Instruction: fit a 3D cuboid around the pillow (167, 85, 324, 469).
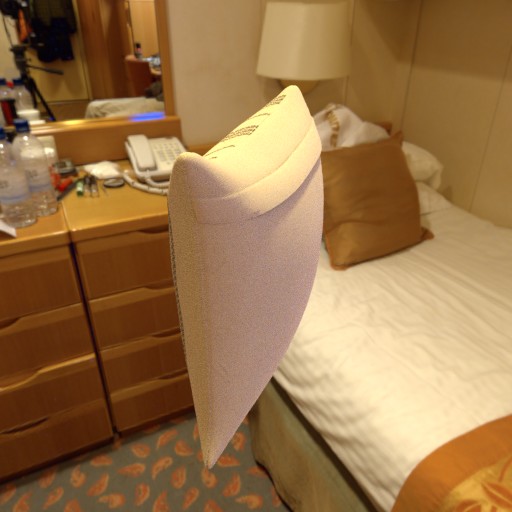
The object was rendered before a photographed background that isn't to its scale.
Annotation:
[{"bbox_3d":[0.000,0.000,0.631,0.173,0.406,0.405,9,31,15],"label":"pillow"}]
